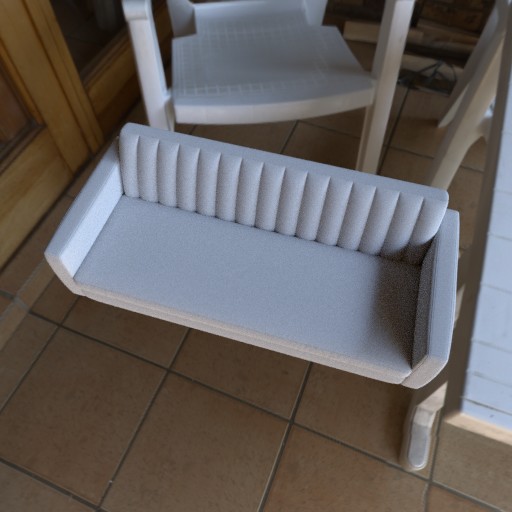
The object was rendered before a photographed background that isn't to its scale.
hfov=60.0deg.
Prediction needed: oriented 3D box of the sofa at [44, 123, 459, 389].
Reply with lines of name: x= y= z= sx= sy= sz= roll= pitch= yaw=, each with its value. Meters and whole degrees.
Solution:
sofa: x=0.000 y=0.000 z=2.742 sx=2.291 sy=0.821 sz=0.990 roll=14 pitch=60 yaw=8
